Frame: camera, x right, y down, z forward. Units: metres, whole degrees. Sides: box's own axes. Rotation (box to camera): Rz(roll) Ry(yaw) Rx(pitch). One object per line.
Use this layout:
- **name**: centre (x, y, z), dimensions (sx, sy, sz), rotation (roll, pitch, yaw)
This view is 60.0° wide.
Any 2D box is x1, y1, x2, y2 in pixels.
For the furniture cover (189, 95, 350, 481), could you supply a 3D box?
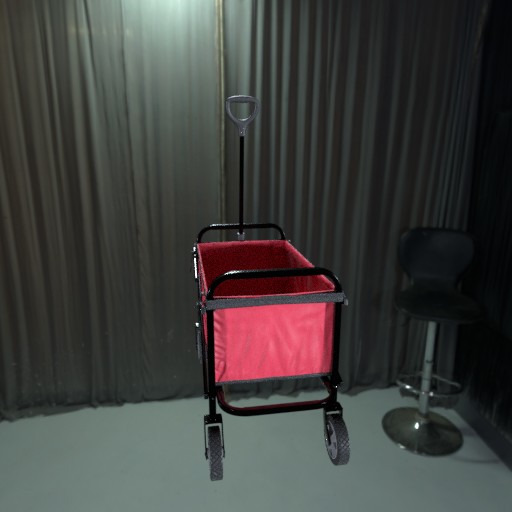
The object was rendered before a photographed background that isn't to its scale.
- **furniture cover**: centre (0.000, 0.000, 1.799), dimensions (0.532, 1.295, 1.038), rotation (-2, 15, -9)
